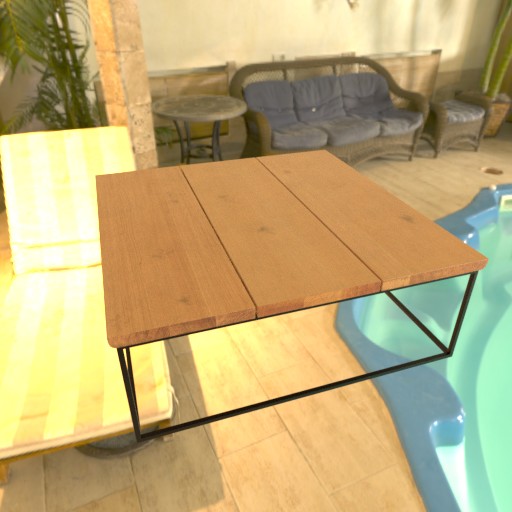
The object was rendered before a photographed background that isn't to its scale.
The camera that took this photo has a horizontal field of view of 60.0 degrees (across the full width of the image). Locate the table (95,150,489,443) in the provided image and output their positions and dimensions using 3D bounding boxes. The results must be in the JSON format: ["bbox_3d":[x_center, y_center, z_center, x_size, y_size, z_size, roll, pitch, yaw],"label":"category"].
[{"bbox_3d":[0.000,0.000,1.725,1.100,0.400,1.100,-10,33,-16],"label":"table"}]
